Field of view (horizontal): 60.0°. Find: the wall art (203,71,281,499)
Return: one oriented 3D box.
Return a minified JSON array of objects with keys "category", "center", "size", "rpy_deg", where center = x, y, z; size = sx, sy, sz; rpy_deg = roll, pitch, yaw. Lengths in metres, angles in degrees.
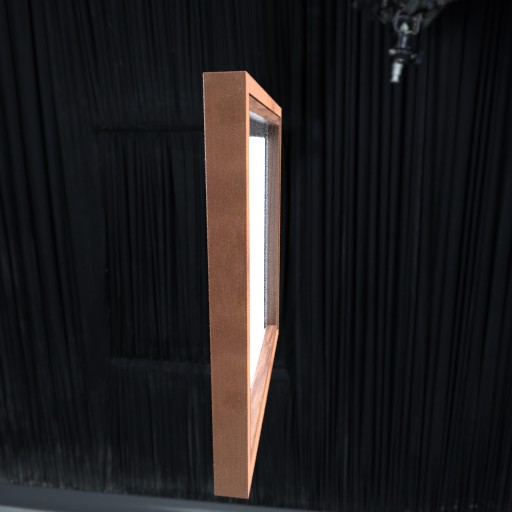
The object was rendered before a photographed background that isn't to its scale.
[{"category":"wall art","center":[0.000,0.000,0.593],"size":[0.035,0.403,0.403],"rpy_deg":[2,14,7]}]
